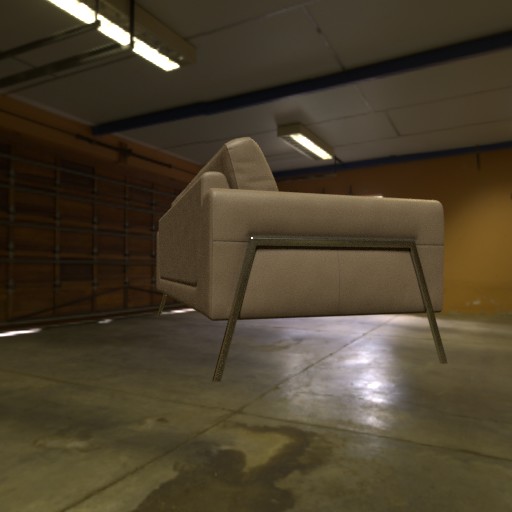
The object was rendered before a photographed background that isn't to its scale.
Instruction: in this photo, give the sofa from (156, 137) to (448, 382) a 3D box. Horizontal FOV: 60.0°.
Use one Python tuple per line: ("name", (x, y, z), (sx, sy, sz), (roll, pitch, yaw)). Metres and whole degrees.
("sofa", (0.000, 0.000, 2.547), (0.953, 0.875, 2.017), (0, -2, -18))
